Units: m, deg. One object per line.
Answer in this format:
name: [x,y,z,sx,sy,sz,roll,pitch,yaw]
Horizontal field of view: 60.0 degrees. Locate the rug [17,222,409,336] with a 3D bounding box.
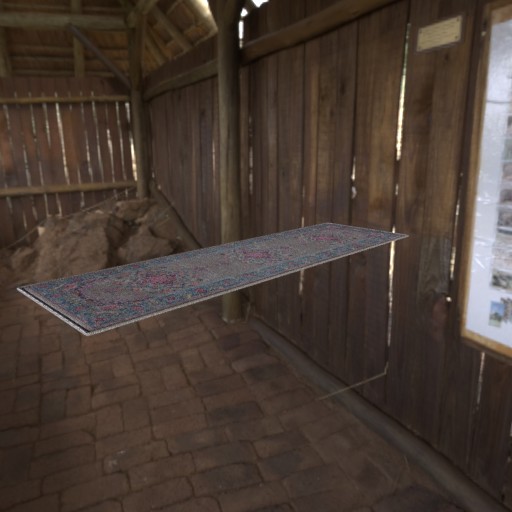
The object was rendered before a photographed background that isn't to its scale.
rug: [0.000,0.000,1.991,0.553,0.012,1.827,14,20,43]
